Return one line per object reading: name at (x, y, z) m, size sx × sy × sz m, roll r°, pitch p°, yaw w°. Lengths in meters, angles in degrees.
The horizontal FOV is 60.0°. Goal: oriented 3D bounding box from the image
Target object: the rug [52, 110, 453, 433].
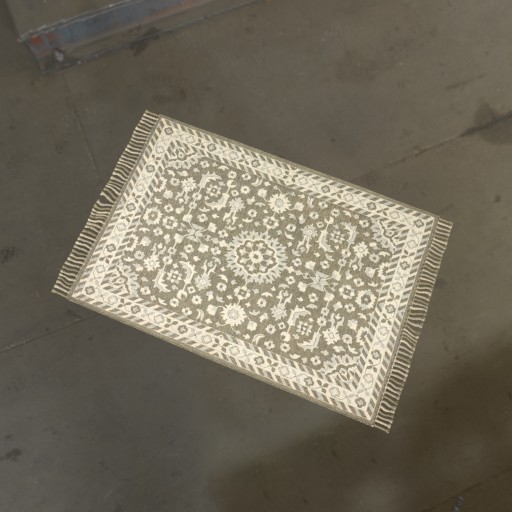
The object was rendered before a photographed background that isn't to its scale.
rug at (0.000, 0.000, 3.089) m, size 2.431 × 0.025 × 1.530 m, roll 21°, pitch 77°, yaw 5°
